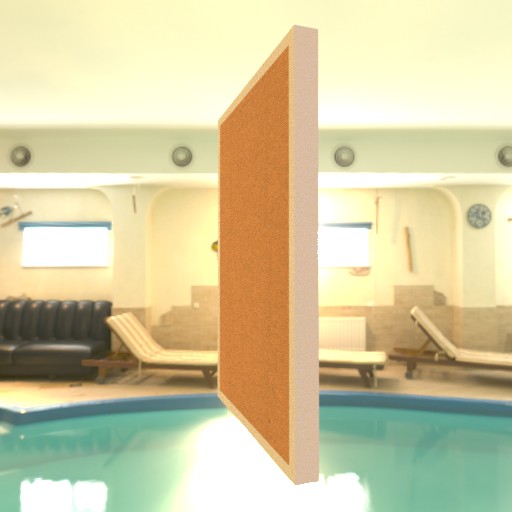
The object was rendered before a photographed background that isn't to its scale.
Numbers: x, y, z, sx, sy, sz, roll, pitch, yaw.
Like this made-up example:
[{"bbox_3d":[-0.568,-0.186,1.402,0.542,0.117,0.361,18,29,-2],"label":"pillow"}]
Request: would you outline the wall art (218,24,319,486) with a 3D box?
[{"bbox_3d":[0.000,0.000,0.553,0.025,0.428,0.293,0,-1,-19],"label":"wall art"}]
